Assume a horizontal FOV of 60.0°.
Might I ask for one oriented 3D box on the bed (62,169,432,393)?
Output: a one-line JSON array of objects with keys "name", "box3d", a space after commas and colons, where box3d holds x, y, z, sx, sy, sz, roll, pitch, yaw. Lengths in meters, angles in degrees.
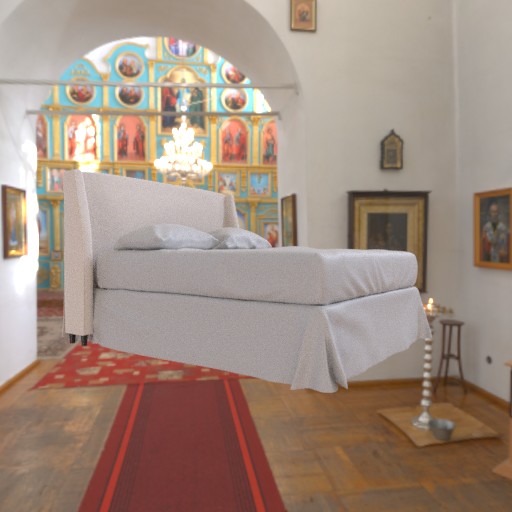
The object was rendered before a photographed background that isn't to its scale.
[{"name": "bed", "box3d": [0.000, 0.000, 3.468, 2.276, 1.332, 1.925, 0, 1, 36]}]
